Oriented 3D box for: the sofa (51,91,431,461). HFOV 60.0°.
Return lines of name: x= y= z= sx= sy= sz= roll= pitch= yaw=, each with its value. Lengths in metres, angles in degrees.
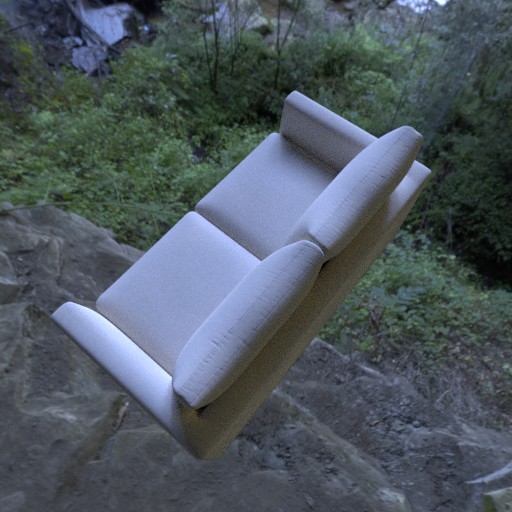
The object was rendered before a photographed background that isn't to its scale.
sofa: x=0.000 y=0.000 z=2.243 sx=0.906 sy=0.995 sz=1.739 roll=37 pitch=69 yaw=16
